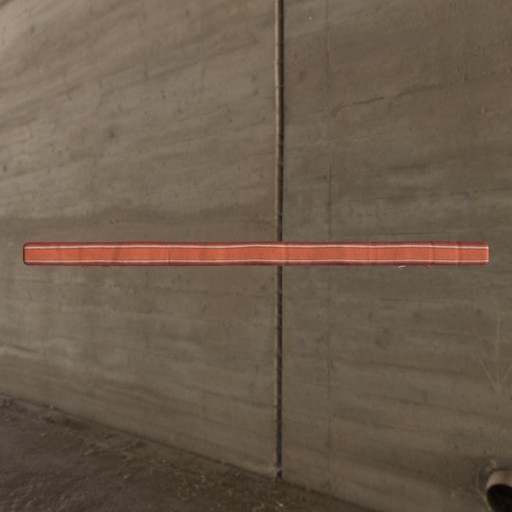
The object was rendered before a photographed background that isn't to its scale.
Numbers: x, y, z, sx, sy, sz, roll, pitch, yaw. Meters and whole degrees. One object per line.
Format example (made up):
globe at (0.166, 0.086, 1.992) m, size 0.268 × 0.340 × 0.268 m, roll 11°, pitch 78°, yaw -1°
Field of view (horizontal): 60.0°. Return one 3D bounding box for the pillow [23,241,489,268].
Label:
pillow at (0.000, 0.000, 1.319) m, size 1.187 × 0.081 × 0.492 m, roll 0°, pitch 0°, yaw 0°
